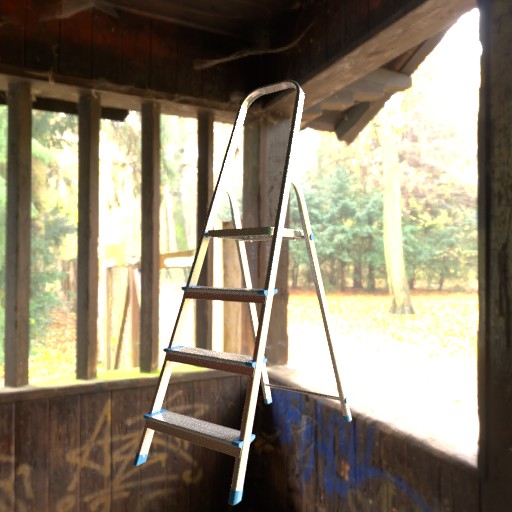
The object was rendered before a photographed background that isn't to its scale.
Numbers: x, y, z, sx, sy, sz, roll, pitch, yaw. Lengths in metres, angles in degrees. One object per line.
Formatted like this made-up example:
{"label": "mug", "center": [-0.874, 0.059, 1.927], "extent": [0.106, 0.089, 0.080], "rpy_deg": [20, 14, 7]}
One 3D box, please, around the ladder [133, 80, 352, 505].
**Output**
{"label": "ladder", "center": [0.000, 0.000, 1.742], "extent": [0.445, 1.434, 0.842], "rpy_deg": [0, -1, 35]}
